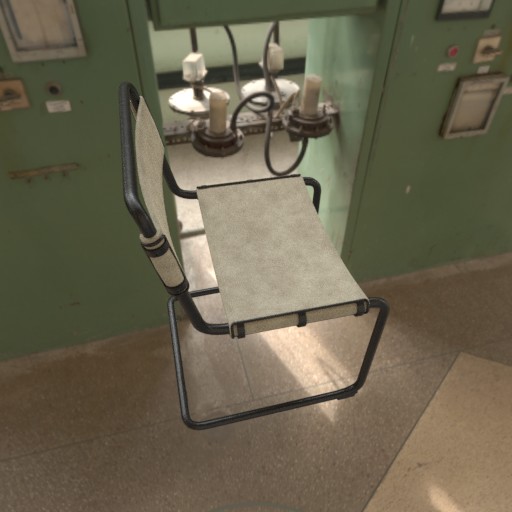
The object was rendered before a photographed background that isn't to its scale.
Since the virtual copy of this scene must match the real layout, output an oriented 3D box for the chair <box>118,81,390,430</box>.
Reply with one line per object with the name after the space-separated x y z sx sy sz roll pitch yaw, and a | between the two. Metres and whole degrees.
0.000 0.000 1.087 0.497 0.747 0.499 -10 46 -9 | chair
